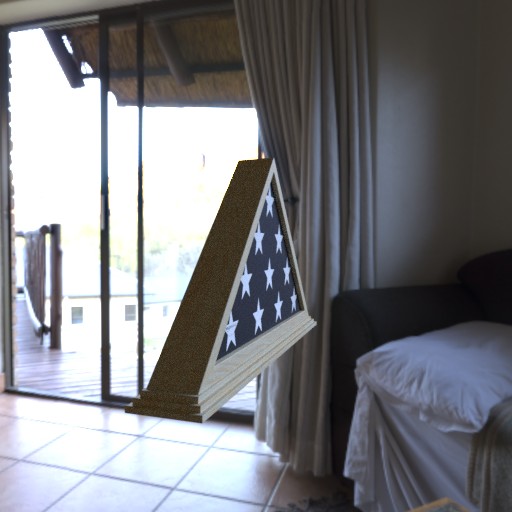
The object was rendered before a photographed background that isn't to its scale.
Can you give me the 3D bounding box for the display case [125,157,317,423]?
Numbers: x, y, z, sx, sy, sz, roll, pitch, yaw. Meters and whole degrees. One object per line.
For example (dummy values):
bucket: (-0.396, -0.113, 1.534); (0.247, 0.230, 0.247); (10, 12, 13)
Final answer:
display case: (0.000, 0.000, 0.779); (0.095, 0.340, 0.640); (0, 1, 18)
